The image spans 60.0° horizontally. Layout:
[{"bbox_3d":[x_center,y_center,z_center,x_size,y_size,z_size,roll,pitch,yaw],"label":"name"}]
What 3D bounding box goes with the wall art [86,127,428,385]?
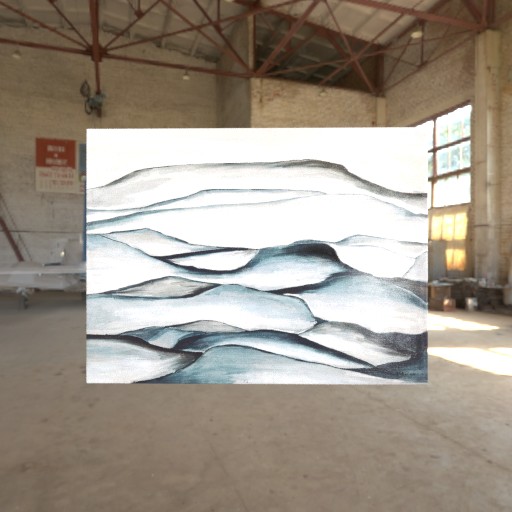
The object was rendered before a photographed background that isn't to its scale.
[{"bbox_3d":[0.000,0.000,1.599,1.219,0.915,0.039,0,0,1],"label":"wall art"}]
